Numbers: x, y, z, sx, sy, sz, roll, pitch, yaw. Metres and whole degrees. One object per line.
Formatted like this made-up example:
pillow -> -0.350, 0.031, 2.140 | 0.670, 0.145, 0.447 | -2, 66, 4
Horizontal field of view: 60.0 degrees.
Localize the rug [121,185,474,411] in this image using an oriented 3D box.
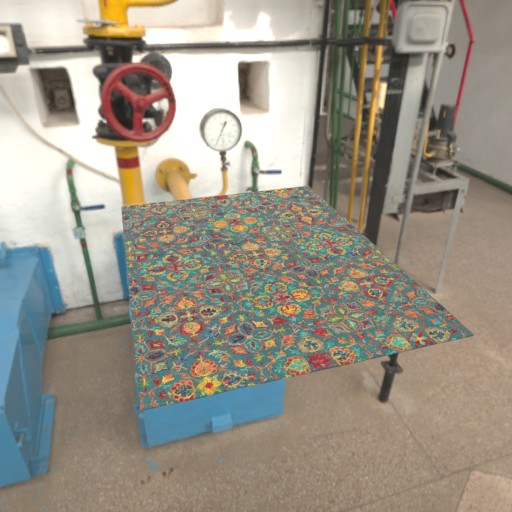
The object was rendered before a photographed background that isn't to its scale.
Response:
rug -> 0.000, 0.000, 4.320 | 2.434, 0.025, 3.204 | -9, 31, -14
